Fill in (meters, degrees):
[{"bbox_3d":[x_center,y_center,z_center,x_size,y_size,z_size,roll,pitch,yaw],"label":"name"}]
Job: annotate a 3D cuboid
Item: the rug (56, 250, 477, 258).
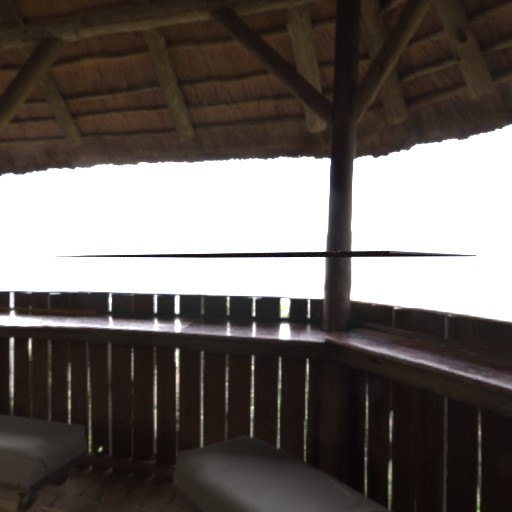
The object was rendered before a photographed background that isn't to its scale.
[{"bbox_3d":[0.000,0.000,3.005,2.435,0.011,1.517,-1,-1,38],"label":"rug"}]
